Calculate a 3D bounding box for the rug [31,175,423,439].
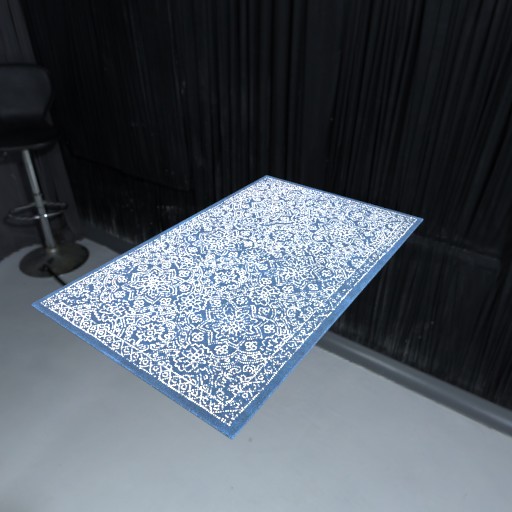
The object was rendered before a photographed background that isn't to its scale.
[{"bbox_3d":[0.000,0.000,3.080,1.526,0.015,2.441,21,38,30],"label":"rug"}]
